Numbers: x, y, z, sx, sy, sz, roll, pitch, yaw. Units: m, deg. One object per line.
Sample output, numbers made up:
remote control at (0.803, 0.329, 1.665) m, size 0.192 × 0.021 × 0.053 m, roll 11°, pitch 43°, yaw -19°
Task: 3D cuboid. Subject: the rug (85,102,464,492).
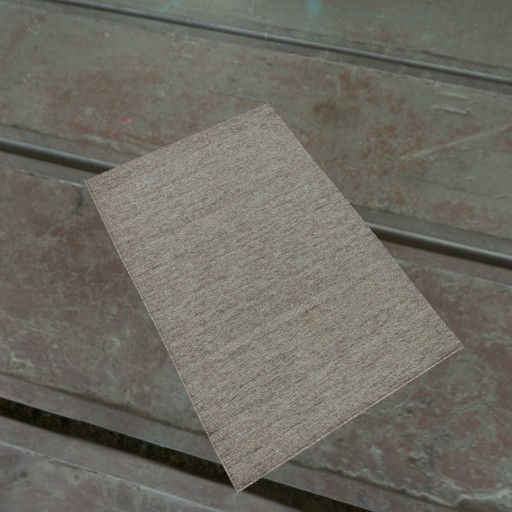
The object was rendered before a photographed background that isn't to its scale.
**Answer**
rug at (0.000, 0.000, 2.910) m, size 1.547 × 0.013 × 2.283 m, roll -27°, pitch 66°, yaw -13°
